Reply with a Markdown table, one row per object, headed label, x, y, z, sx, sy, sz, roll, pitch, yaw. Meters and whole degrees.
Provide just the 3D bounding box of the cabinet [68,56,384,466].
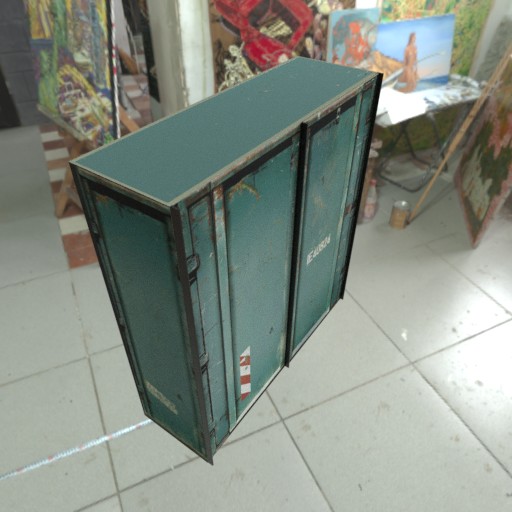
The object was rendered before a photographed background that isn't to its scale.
| label | x | y | z | sx | sy | sz | roll | pitch | yaw |
| --- | --- | --- | --- | --- | --- | --- | --- | --- | --- |
| cabinet | 0.000 | 0.000 | 3.190 | 0.680 | 2.160 | 2.000 | 25 | 46 | 26 |
